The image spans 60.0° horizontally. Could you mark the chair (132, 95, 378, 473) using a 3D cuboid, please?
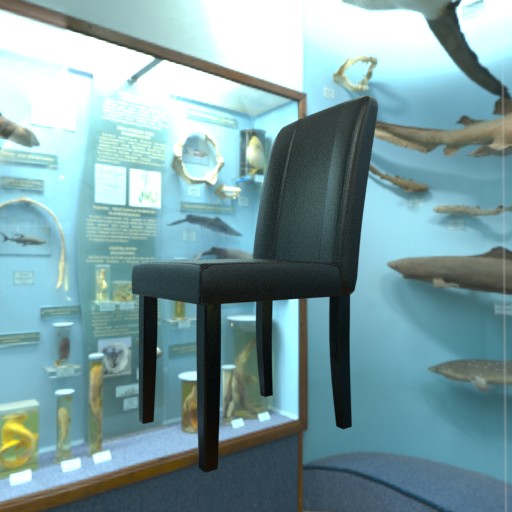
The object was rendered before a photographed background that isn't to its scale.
[{"bbox_3d":[0.000,0.000,1.209,0.556,0.897,0.399,1,-1,-36],"label":"chair"}]
